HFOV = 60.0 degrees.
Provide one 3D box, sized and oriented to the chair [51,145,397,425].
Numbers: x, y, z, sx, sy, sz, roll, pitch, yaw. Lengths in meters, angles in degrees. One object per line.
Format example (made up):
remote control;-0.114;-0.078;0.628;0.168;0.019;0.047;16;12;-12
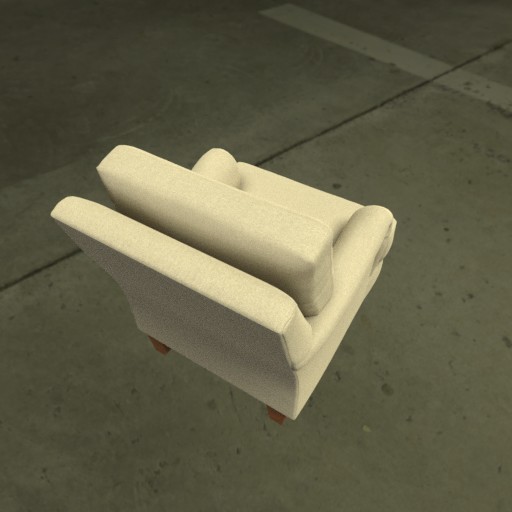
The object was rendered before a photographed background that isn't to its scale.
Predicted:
chair;0.000;0.000;1.834;0.895;1.076;1.078;24;51;21
